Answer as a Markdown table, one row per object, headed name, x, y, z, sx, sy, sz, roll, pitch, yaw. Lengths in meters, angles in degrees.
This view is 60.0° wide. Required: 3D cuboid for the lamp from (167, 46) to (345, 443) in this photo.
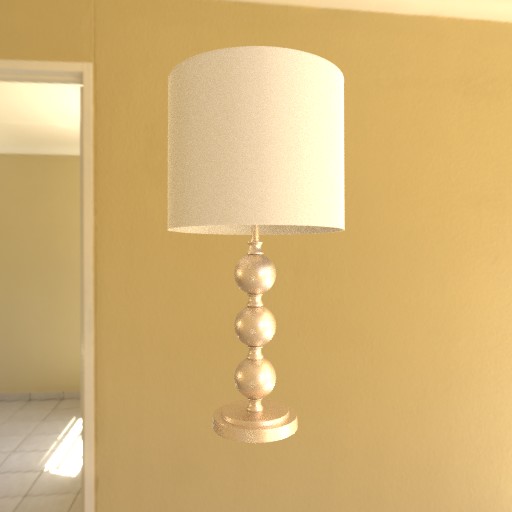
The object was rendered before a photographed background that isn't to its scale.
| name | x | y | z | sx | sy | sz | roll | pitch | yaw |
| --- | --- | --- | --- | --- | --- | --- | --- | --- | --- |
| lamp | 0.000 | 0.000 | 0.705 | 0.277 | 0.538 | 0.277 | 0 | 0 | -17 |
